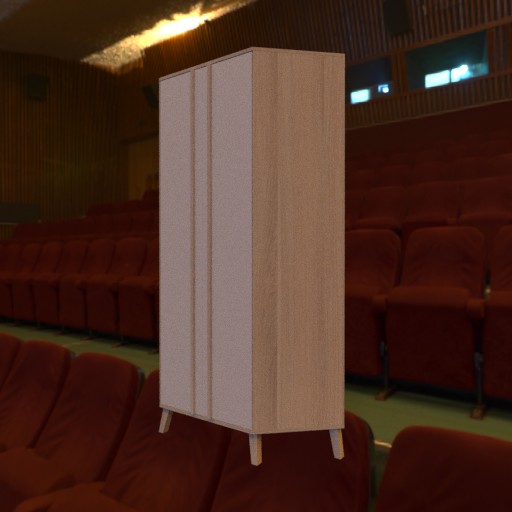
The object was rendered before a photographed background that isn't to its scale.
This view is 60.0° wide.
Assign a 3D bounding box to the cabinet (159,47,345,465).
[{"bbox_3d":[0.000,0.000,2.639,1.272,1.957,0.969,0,1,36],"label":"cabinet"}]
